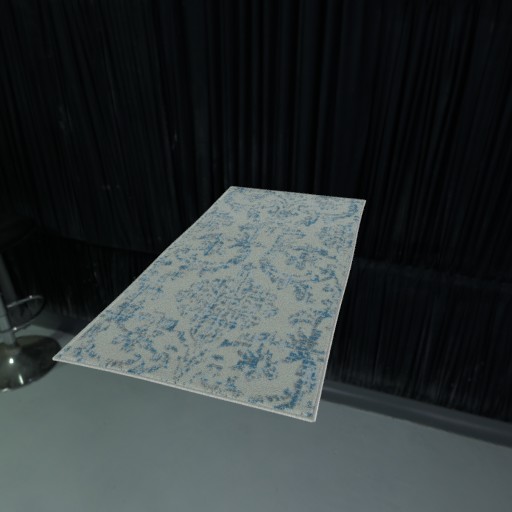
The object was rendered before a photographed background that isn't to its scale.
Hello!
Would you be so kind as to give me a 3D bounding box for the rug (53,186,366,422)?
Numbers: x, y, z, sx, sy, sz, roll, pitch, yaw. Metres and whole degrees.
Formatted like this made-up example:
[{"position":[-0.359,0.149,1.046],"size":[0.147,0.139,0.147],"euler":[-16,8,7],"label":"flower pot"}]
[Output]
[{"position":[0.000,0.000,1.440],"size":[0.605,0.007,1.220],"euler":[8,29,15],"label":"rug"}]
